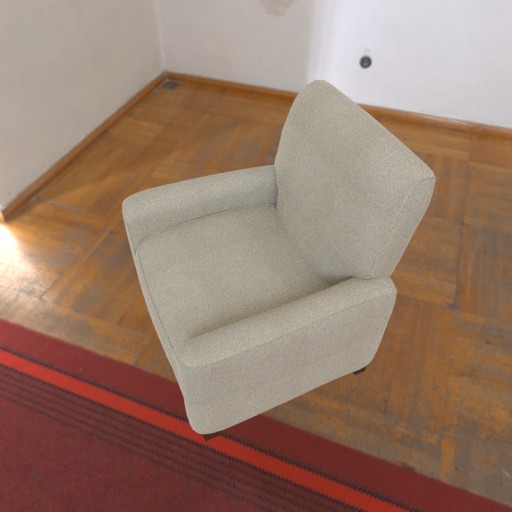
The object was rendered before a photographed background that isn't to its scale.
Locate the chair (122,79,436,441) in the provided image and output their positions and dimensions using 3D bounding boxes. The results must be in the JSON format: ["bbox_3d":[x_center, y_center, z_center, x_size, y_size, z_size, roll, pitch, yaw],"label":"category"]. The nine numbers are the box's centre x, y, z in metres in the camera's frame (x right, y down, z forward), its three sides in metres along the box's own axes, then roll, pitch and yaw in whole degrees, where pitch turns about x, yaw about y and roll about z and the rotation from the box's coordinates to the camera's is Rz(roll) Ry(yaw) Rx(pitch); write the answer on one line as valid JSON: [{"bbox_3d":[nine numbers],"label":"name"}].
[{"bbox_3d":[0.000,0.000,1.649,0.853,1.006,0.850,-18,50,-16],"label":"chair"}]
